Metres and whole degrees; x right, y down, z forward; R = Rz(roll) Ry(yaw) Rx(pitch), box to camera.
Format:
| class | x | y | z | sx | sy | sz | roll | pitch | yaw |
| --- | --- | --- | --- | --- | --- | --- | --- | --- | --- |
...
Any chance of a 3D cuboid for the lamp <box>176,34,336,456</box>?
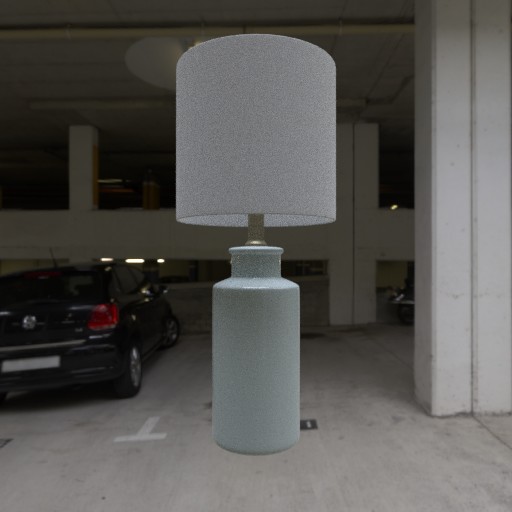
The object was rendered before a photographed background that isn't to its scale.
| class | x | y | z | sx | sy | sz | roll | pitch | yaw |
| --- | --- | --- | --- | --- | --- | --- | --- | --- | --- |
| lamp | 0.000 | 0.000 | 0.597 | 0.212 | 0.493 | 0.212 | 0 | 0 | 1 |
